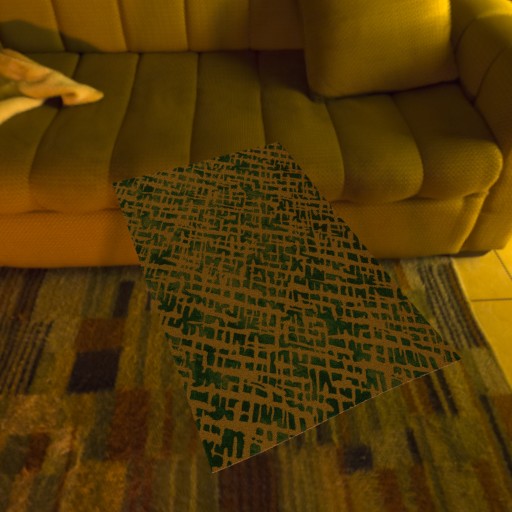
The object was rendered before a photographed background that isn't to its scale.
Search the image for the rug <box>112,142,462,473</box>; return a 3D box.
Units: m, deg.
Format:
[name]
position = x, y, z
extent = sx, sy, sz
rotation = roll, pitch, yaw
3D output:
[rug]
position = 0.000, 0.000, 3.089
extent = 1.520, 0.011, 2.447
rotation = -18, 49, -16
